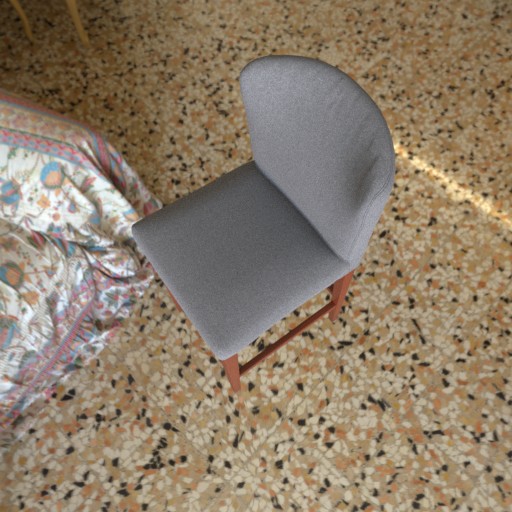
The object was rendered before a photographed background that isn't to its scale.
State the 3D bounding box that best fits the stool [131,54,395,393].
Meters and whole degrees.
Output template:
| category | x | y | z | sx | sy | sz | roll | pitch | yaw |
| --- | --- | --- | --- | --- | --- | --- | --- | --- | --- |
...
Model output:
| category | x | y | z | sx | sy | sz | roll | pitch | yaw |
| --- | --- | --- | --- | --- | --- | --- | --- | --- | --- |
| stool | 0.000 | 0.000 | 1.380 | 0.568 | 1.069 | 0.481 | -33 | 68 | -15 |
